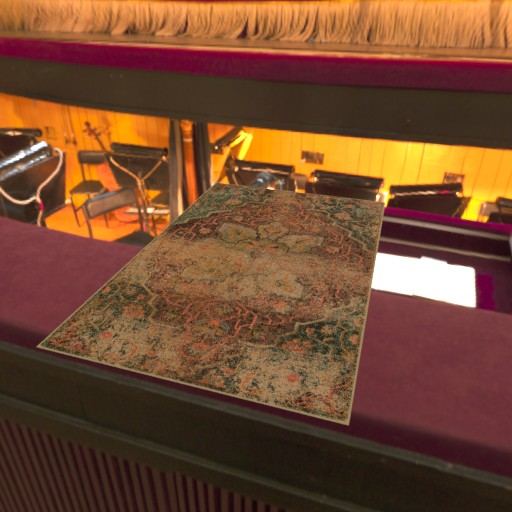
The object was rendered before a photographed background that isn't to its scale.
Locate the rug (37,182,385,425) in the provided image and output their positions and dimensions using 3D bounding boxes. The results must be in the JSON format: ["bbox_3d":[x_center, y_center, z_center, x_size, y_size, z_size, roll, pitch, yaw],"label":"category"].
[{"bbox_3d":[0.000,0.000,2.939,1.566,0.004,2.363,10,32,16],"label":"rug"}]
